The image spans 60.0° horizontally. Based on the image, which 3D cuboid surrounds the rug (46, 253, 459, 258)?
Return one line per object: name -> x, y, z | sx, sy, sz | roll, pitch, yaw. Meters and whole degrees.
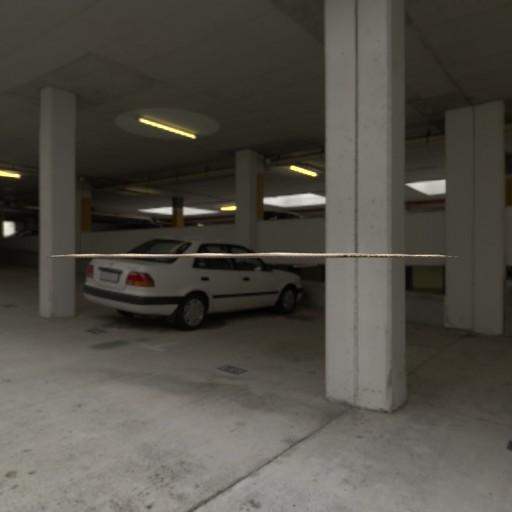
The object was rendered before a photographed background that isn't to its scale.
rug -> 0.000, 0.000, 4.144 | 3.061, 0.034, 2.426 | 0, 0, 36
